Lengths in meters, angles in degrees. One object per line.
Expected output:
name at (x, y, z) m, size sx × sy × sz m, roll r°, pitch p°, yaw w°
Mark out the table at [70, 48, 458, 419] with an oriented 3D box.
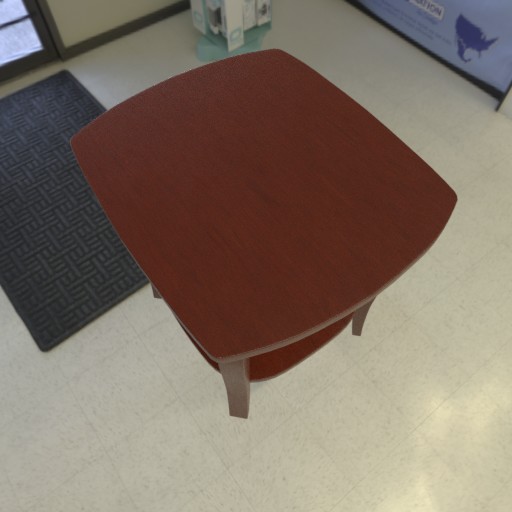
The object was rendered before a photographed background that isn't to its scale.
table at (0.000, 0.000, 0.857) m, size 0.433 × 0.496 × 0.502 m, roll -31°, pitch 63°, yaw -17°
